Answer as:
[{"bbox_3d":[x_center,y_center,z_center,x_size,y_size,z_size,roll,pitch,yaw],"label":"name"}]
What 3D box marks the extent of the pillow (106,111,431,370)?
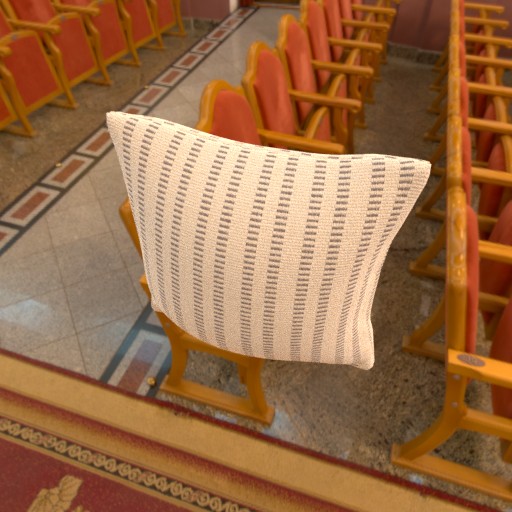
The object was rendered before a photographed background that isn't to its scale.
[{"bbox_3d":[0.000,0.000,0.700,0.438,0.419,0.247,13,44,14],"label":"pillow"}]
